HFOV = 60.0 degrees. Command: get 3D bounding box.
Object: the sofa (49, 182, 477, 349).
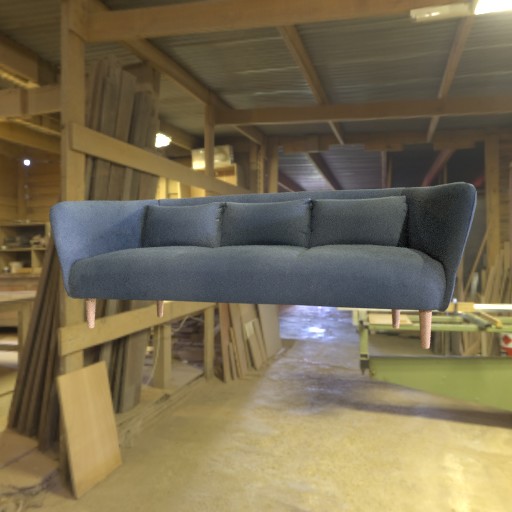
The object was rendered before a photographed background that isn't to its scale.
[{"bbox_3d":[0.000,0.000,2.450,2.095,0.795,0.849,0,0,18],"label":"sofa"}]
